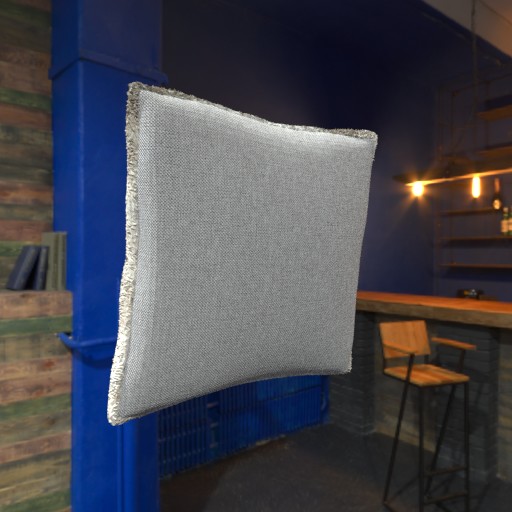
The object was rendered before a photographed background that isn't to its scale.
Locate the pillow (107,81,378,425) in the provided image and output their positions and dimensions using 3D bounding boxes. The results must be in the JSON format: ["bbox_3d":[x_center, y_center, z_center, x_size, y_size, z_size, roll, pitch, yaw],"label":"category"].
[{"bbox_3d":[0.000,0.000,0.808,0.529,0.515,0.218,0,0,-36],"label":"pillow"}]
